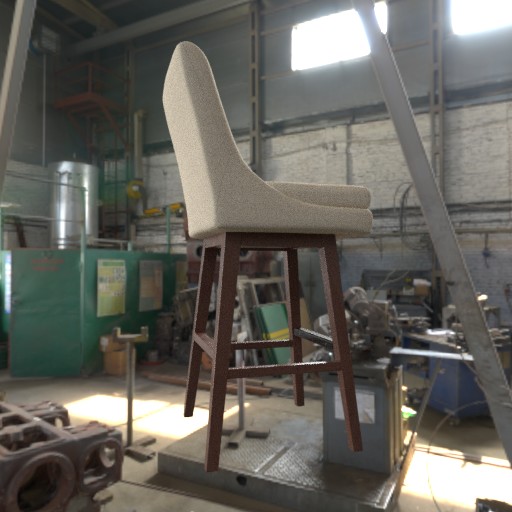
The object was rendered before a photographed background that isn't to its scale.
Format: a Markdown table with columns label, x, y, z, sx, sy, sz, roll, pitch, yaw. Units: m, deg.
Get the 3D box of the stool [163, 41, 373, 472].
| label | x | y | z | sx | sy | sz | roll | pitch | yaw |
| --- | --- | --- | --- | --- | --- | --- | --- | --- | --- |
| stool | 0.000 | 0.000 | 1.381 | 0.559 | 1.093 | 0.483 | 0 | -1 | -17 |
